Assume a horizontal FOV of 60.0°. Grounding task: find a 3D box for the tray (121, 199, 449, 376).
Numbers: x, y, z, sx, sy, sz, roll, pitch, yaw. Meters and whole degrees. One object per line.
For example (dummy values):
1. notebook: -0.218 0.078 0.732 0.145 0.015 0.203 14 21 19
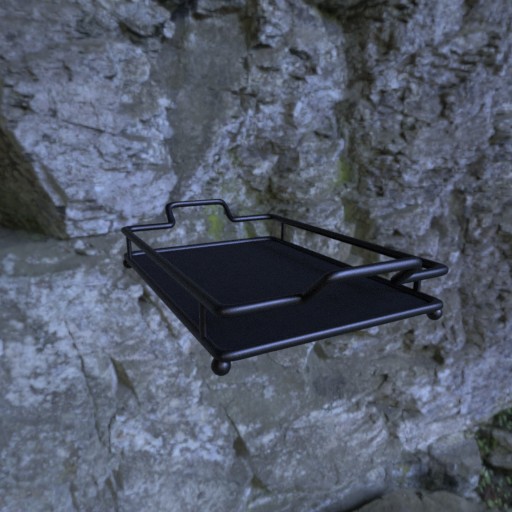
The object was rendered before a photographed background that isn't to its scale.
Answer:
1. tray: 0.000 0.000 0.630 0.297 0.101 0.495 -8 17 -27
